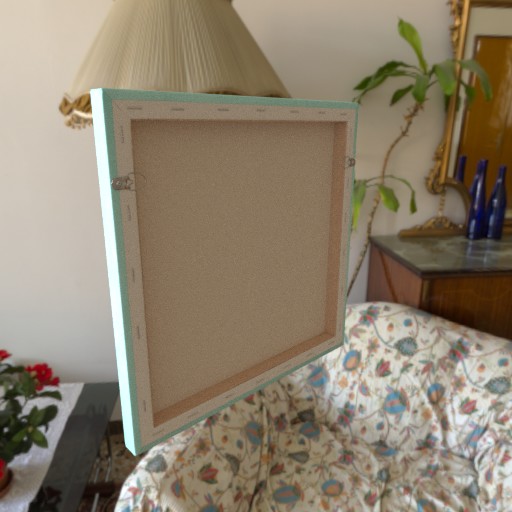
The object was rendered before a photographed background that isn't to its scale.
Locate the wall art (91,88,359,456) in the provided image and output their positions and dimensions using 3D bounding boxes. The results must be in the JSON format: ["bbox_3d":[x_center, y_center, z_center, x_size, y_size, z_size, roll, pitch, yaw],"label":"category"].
[{"bbox_3d":[0.000,0.000,1.134,0.765,0.766,0.054,-15,22,-41],"label":"wall art"}]
